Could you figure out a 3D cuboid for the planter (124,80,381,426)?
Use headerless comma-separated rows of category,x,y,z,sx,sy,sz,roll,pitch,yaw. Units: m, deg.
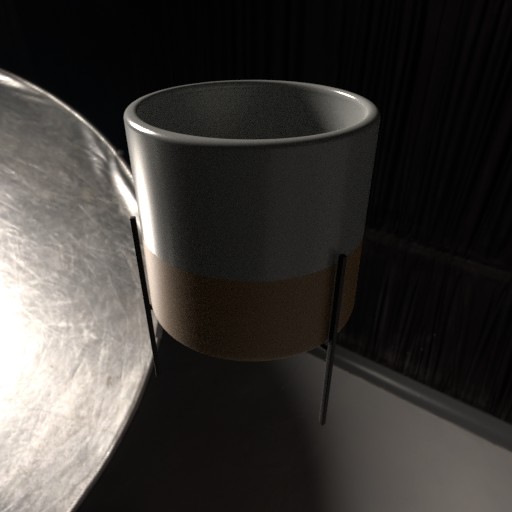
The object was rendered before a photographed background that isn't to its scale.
planter,0.000,0.000,0.646,0.310,0.432,0.310,21,38,29
